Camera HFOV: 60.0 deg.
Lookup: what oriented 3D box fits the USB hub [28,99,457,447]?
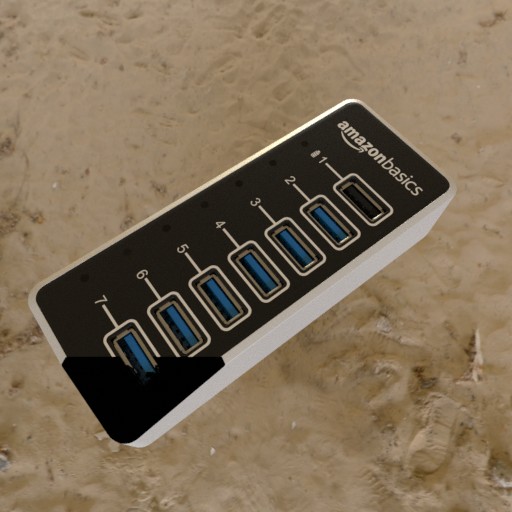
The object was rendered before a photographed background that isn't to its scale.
[{"bbox_3d":[0.000,0.000,0.124,0.110,0.023,0.044,-34,68,-16],"label":"USB hub"}]
